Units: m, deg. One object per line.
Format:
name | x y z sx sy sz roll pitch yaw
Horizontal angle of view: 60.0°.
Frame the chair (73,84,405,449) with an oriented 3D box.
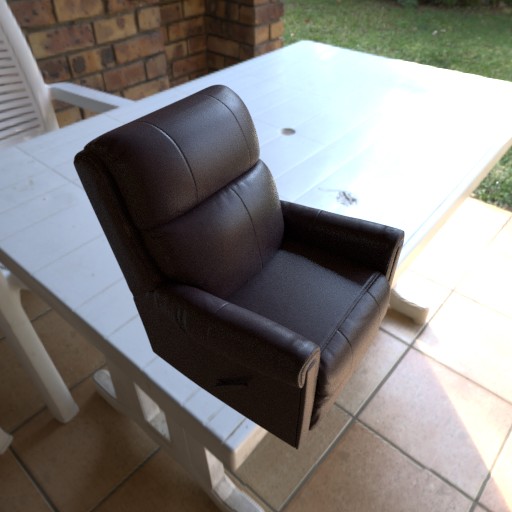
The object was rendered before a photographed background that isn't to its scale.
chair | 0.000 0.000 1.776 1.014 1.054 0.838 25 46 26
